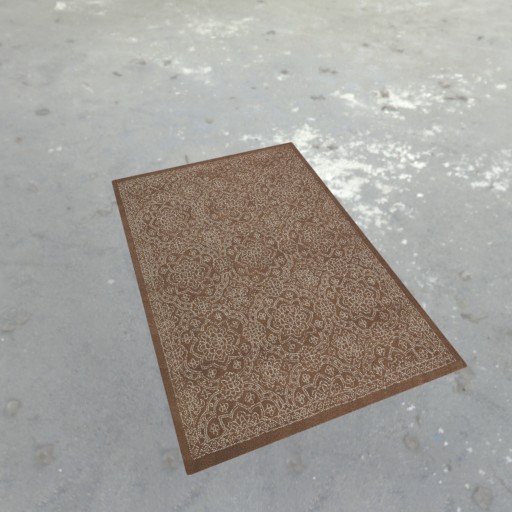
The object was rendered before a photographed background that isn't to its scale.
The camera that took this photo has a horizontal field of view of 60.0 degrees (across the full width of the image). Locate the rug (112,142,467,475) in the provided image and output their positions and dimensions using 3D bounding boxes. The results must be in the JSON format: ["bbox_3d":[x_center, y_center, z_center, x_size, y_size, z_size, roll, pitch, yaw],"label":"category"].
[{"bbox_3d":[0.000,0.000,2.305,1.219,0.010,1.829,-15,49,-14],"label":"rug"}]
